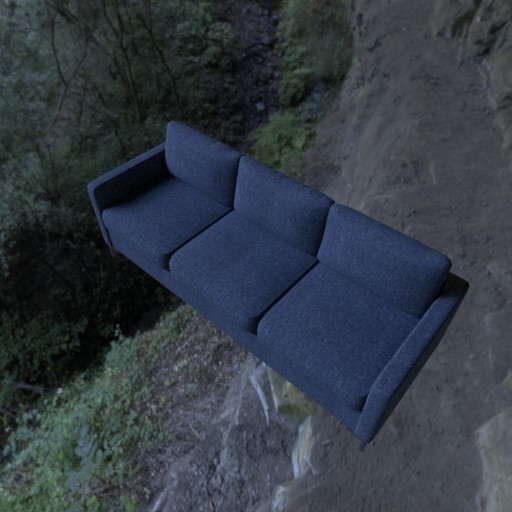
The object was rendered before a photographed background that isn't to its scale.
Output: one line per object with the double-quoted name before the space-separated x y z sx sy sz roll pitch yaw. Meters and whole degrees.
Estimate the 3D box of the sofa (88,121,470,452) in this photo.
"sofa" 0.000 0.000 2.723 2.218 0.874 0.859 32 54 27
